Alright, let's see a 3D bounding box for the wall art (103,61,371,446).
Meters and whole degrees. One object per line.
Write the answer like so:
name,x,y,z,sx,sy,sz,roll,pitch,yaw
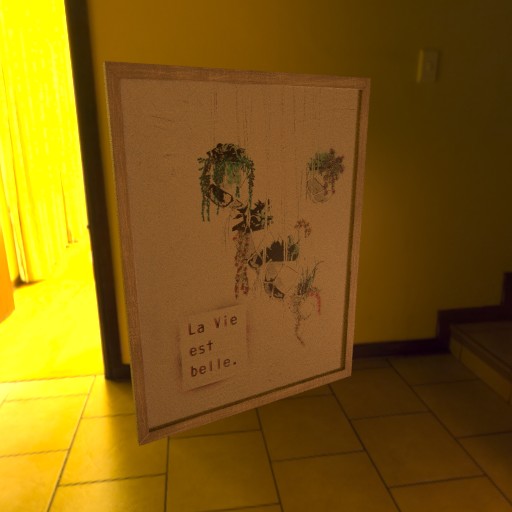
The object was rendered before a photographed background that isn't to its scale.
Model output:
wall art,0.000,0.000,1.322,0.781,1.022,0.035,-9,19,-28
